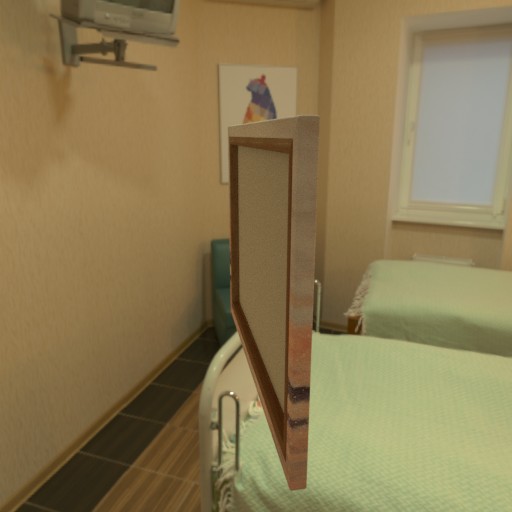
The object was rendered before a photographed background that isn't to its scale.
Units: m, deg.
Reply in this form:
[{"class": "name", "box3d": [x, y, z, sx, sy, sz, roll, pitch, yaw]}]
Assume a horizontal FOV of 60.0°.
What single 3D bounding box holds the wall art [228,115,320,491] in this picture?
[{"class": "wall art", "box3d": [0.000, 0.000, 1.325, 0.038, 0.763, 1.015, -3, 16, -10]}]
